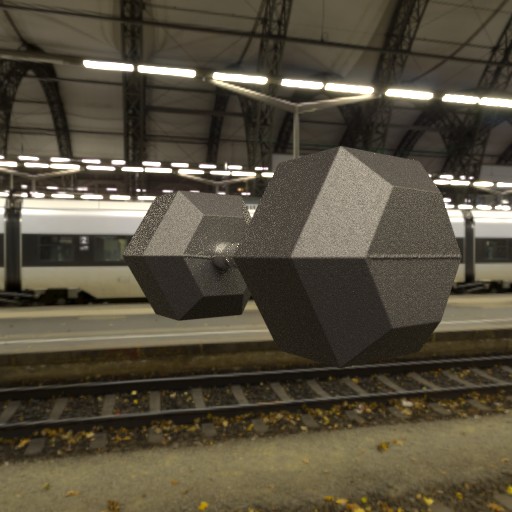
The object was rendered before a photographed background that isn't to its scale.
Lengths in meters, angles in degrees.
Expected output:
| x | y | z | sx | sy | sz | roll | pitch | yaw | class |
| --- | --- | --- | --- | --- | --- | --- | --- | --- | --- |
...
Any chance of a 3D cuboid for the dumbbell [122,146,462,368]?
| x | y | z | sx | sy | sz | roll | pitch | yaw | class |
| --- | --- | --- | --- | --- | --- | --- | --- | --- | --- |
| 0.000 | 0.000 | 0.322 | 0.122 | 0.106 | 0.271 | 0 | 0 | -35 | dumbbell |
